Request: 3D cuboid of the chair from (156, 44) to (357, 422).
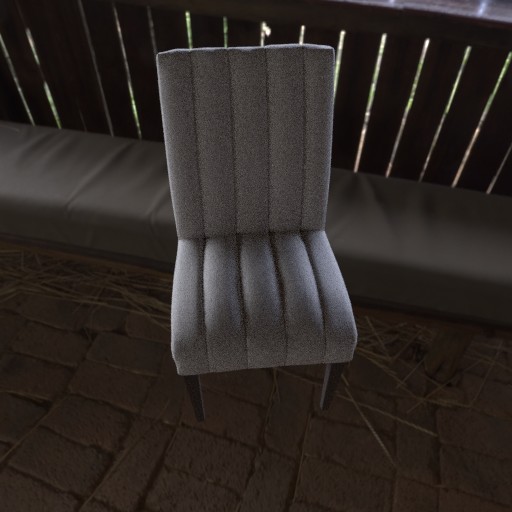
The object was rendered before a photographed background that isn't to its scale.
[{"bbox_3d":[0.000,0.000,1.355,0.511,1.016,0.647,-4,47,-4],"label":"chair"}]
